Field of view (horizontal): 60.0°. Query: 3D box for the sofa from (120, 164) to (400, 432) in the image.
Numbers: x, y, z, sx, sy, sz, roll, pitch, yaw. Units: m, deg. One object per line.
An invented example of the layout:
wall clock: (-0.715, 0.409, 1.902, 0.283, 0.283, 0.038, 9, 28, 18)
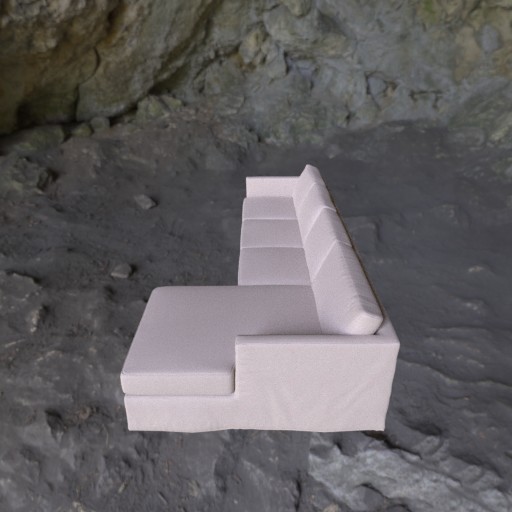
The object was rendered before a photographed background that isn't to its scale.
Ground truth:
sofa: (0.000, 0.000, 3.971, 1.622, 0.871, 3.206, 0, 27, 0)
